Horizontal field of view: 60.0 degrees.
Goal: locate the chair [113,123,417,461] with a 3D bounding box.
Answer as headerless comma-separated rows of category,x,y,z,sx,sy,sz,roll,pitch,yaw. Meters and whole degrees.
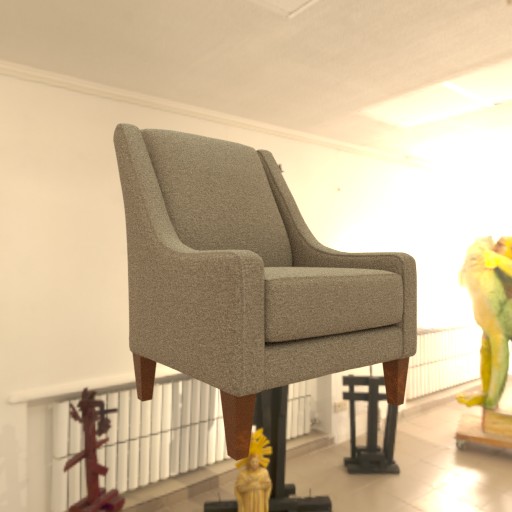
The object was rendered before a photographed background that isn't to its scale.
chair,0.000,0.000,1.605,0.774,1.016,0.870,0,0,-38
